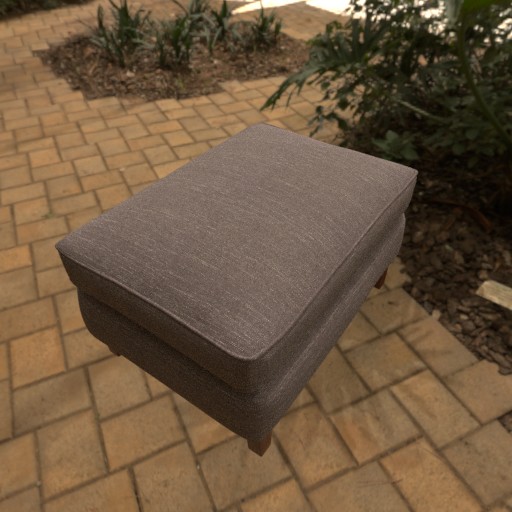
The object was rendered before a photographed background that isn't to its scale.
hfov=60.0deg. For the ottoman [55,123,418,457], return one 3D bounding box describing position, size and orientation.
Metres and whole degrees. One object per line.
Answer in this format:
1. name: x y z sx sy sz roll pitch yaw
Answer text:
1. ottoman: 0.000 0.000 1.021 0.508 0.406 0.686 25 47 26
